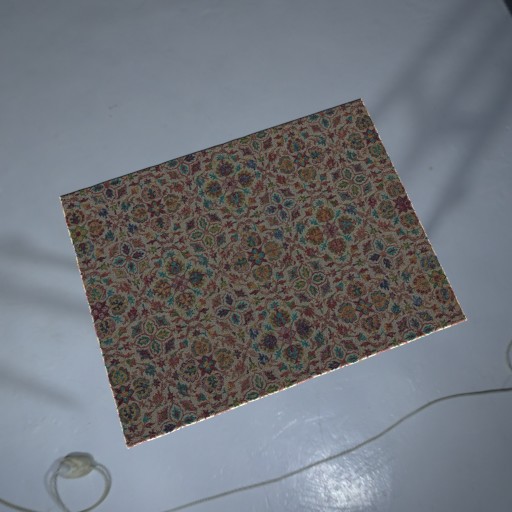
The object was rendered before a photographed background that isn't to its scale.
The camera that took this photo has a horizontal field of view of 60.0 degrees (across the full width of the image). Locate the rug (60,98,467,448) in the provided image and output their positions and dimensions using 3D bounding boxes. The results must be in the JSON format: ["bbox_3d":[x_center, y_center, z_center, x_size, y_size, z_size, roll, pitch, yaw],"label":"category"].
[{"bbox_3d":[0.000,0.000,4.189,3.215,0.020,2.446,-19,76,-5],"label":"rug"}]
